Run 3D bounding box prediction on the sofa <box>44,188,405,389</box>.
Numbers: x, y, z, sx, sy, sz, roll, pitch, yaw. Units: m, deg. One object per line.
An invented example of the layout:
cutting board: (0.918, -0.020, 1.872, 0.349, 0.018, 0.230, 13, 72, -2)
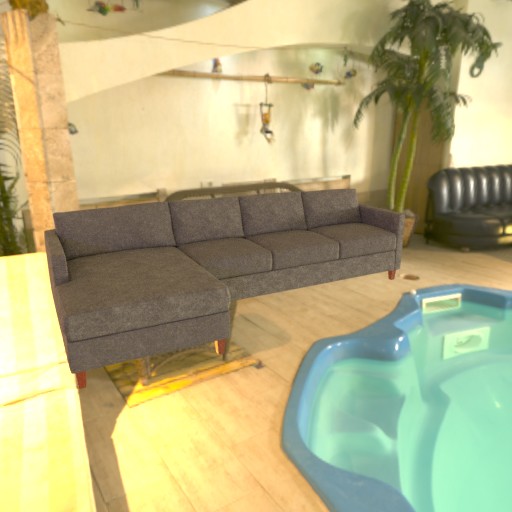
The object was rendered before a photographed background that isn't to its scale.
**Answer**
sofa: (0.000, 0.000, 4.122, 3.471, 0.954, 1.606, -8, 18, -26)
